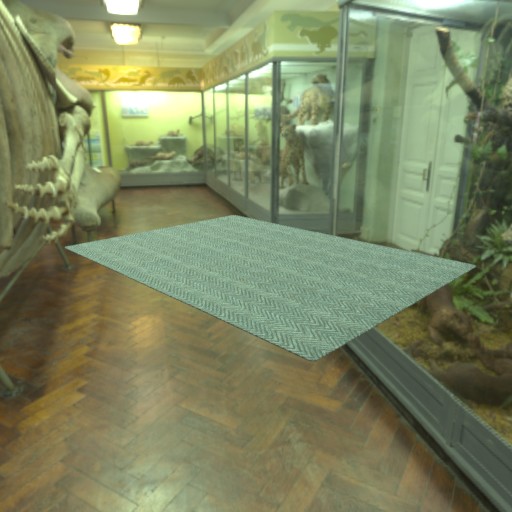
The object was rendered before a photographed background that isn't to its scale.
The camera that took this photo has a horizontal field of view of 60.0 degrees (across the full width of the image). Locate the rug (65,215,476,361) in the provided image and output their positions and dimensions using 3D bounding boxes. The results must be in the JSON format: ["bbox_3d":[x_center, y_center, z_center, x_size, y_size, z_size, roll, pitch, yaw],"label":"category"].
[{"bbox_3d":[0.000,0.000,5.210,2.894,0.011,3.957,-16,23,-43],"label":"rug"}]
